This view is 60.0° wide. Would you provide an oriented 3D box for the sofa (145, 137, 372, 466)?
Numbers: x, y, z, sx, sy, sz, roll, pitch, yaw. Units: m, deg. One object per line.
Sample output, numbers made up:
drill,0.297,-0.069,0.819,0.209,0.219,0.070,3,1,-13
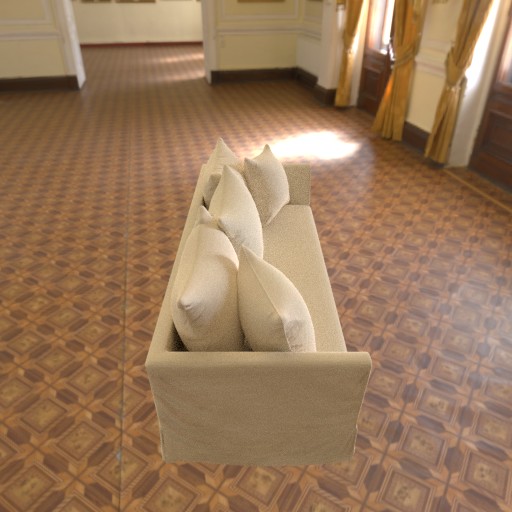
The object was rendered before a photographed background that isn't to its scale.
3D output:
sofa,0.000,0.000,3.051,1.030,1.042,2.484,0,32,0
